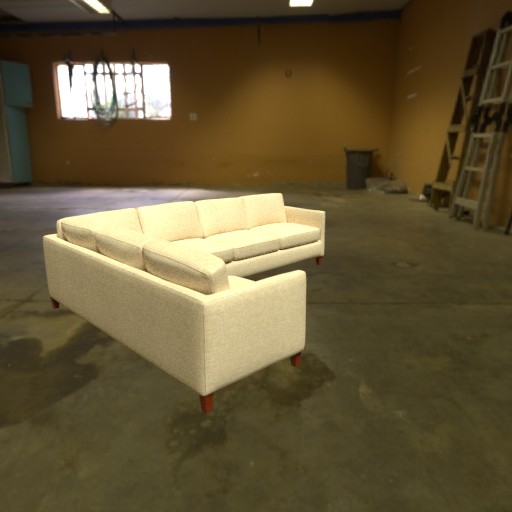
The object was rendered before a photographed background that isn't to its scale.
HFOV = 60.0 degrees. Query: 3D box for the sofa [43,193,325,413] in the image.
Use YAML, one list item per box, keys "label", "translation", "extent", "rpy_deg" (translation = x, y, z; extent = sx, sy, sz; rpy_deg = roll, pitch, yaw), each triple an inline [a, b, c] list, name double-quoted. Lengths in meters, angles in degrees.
- label: "sofa"
  translation: [0.000, 0.000, 4.524]
  extent: [3.302, 0.947, 2.593]
  rpy_deg: [-14, 20, -42]
